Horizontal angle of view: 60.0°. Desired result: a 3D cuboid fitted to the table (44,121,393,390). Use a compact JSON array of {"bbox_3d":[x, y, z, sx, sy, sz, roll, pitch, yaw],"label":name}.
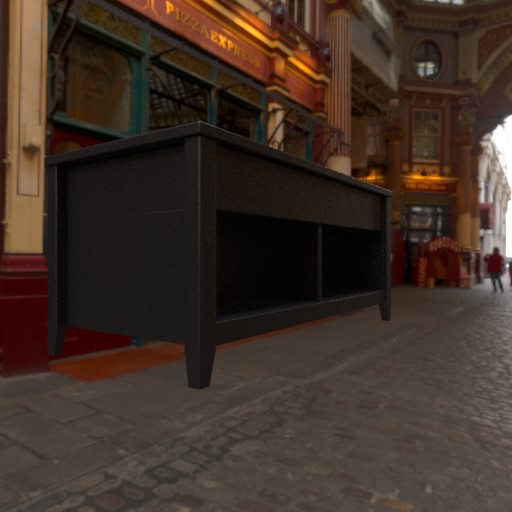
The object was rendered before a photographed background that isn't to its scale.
[{"bbox_3d":[0.000,0.000,1.301,0.483,0.457,1.016,0,0,35],"label":"table"}]
